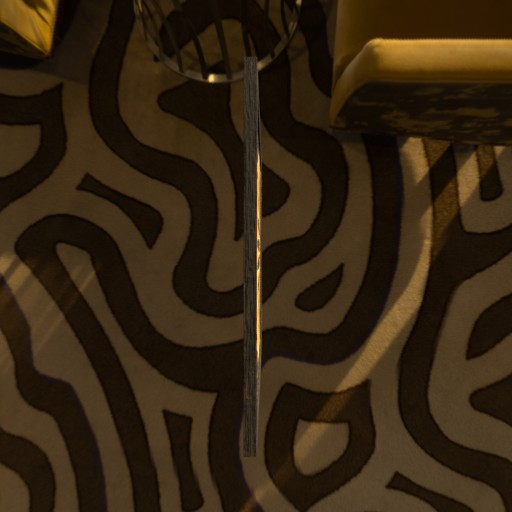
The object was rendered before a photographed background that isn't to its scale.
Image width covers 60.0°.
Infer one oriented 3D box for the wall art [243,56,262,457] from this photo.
[{"bbox_3d":[0.000,0.000,1.432,0.029,1.066,0.812,0,90,1],"label":"wall art"}]
